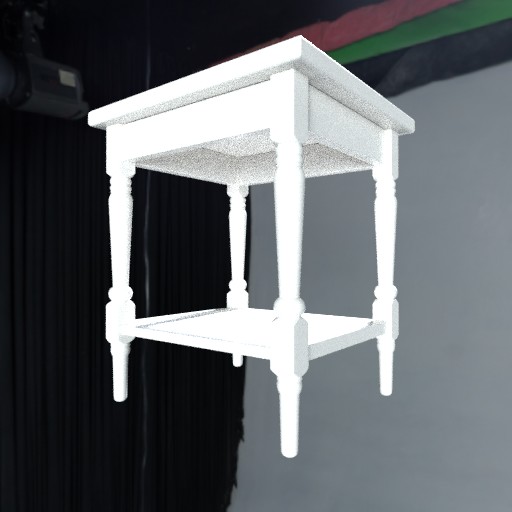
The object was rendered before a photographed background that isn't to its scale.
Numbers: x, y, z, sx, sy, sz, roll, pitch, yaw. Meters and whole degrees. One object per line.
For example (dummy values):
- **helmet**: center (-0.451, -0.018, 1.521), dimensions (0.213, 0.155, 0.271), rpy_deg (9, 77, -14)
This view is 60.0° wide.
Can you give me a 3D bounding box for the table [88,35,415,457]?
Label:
- **table**: center (0.000, 0.000, 0.888), dimensions (0.488, 0.565, 0.442), rpy_deg (0, 0, 38)
